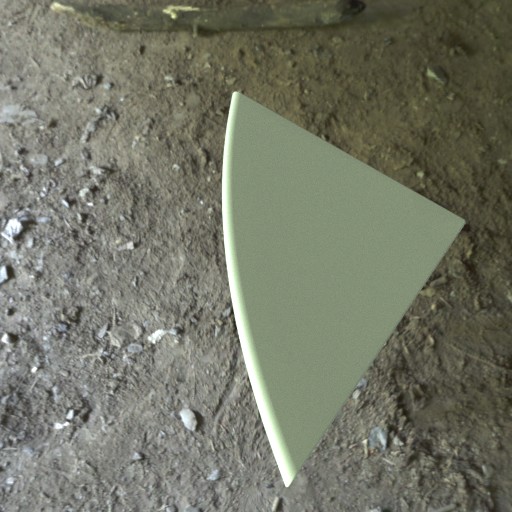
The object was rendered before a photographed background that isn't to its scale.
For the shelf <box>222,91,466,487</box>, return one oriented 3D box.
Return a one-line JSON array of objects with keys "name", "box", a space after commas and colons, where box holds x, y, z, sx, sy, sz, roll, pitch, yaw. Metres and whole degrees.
[{"name": "shelf", "box": [0.000, 0.000, 0.465, 0.310, 0.050, 0.310, 34, 68, 16]}]
